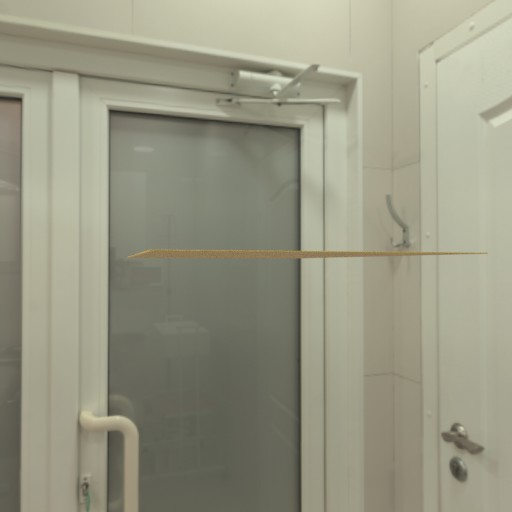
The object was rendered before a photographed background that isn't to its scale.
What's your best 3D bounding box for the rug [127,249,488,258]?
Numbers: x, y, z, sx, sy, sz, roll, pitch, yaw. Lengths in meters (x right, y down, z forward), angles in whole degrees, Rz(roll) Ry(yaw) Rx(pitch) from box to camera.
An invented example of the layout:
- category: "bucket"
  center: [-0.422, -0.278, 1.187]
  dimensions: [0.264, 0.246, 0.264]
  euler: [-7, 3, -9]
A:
- category: "rug"
  center: [0.000, 0.000, 3.727]
  dimensions: [1.981, 0.006, 2.895]
  euler: [0, -1, -18]
